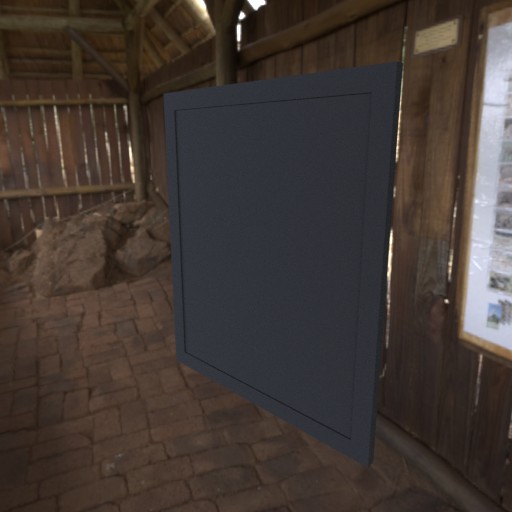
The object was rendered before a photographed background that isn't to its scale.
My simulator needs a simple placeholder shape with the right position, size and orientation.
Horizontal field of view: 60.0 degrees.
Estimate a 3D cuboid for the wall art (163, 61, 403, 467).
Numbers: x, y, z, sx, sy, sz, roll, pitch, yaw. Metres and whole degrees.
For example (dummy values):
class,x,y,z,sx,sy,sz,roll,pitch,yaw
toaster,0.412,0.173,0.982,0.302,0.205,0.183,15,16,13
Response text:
class,x,y,z,sx,sy,sz,roll,pitch,yaw
wall art,0.000,0.000,0.490,0.311,0.361,0.010,14,19,43
